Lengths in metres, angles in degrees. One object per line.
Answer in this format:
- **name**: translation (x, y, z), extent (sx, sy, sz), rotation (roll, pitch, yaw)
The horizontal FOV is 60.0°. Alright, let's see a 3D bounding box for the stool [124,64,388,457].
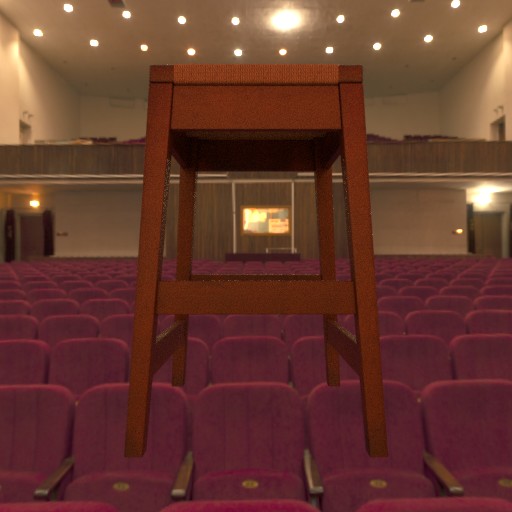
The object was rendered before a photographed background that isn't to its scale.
- **stool**: translation (0.000, 0.000, 1.090), extent (0.497, 0.762, 0.507), rotation (0, -1, 0)
